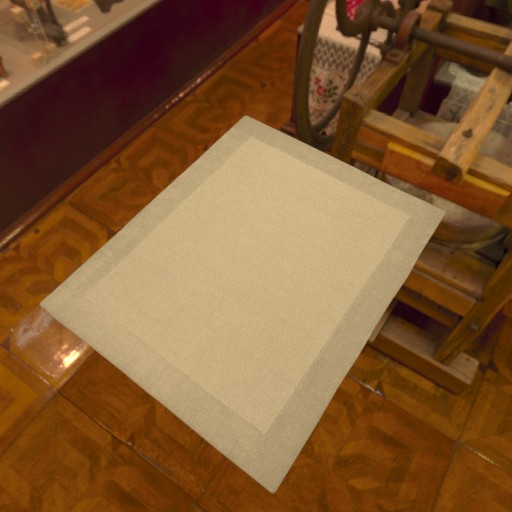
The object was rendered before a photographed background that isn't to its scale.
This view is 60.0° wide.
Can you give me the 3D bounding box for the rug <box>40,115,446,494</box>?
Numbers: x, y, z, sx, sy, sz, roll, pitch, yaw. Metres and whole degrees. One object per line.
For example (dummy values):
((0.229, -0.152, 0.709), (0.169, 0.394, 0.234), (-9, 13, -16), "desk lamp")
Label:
((0.000, 0.000, 4.025), (2.430, 0.018, 2.976), (31, 62, 18), "rug")
